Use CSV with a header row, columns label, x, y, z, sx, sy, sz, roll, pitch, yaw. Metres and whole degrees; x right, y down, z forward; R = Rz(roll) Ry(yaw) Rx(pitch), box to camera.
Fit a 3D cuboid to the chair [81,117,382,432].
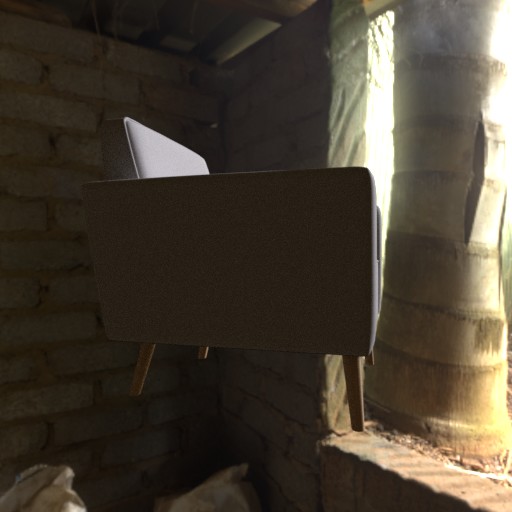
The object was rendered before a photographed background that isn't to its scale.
label,x,y,z,sx,sy,sz,roll,pitch,yaw
chair,0.000,0.000,1.394,0.750,0.780,0.780,0,0,17
